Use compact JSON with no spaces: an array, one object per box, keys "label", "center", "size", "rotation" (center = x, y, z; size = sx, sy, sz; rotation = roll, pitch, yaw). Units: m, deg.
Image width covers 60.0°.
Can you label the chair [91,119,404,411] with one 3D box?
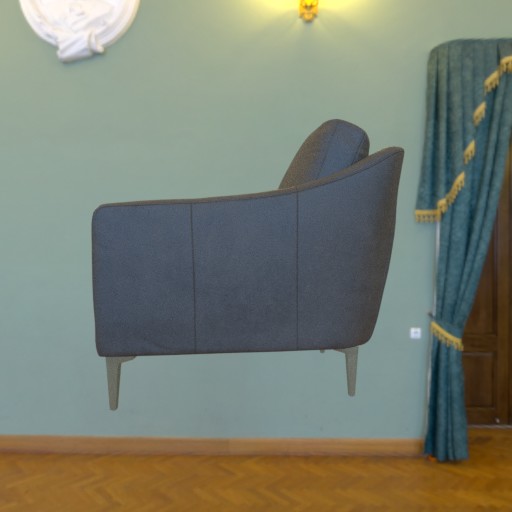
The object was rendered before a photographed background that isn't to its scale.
[{"label":"chair","center":[0.000,0.000,1.730],"size":[0.961,0.901,0.988],"rotation":[0,0,0]}]
